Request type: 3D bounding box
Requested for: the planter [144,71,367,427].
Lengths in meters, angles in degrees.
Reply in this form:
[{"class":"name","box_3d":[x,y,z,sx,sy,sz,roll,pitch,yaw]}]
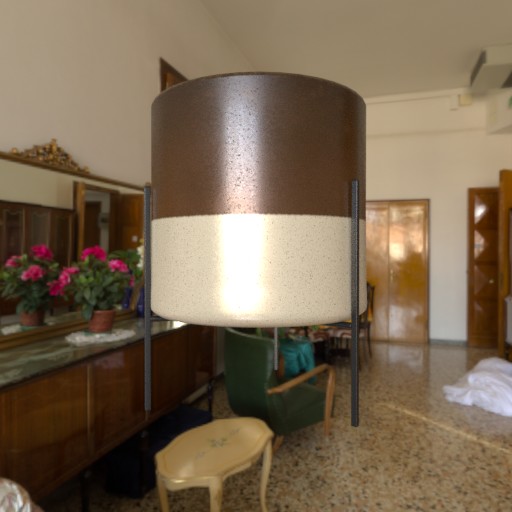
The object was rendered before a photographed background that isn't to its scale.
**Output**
[{"class":"planter","box_3d":[0.000,0.000,0.724,0.354,0.465,0.345,0,1,-18]}]
